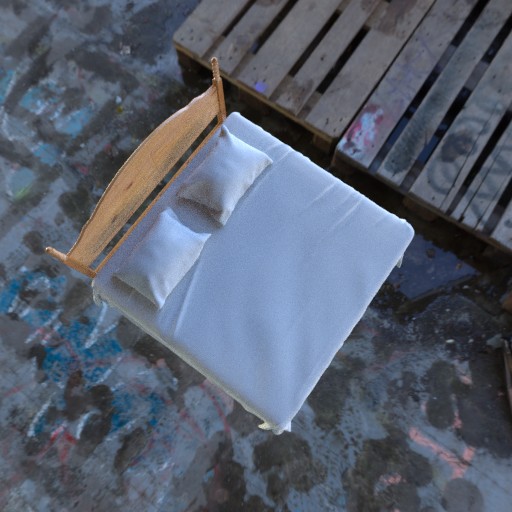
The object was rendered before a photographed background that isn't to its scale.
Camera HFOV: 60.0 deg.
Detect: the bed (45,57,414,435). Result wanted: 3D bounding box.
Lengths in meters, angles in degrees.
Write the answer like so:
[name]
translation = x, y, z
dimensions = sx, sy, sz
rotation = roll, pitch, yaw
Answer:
[bed]
translation = 0.000, 0.000, 3.695
dimensions = 2.219, 1.355, 2.322
rotation = 35, 79, 8
